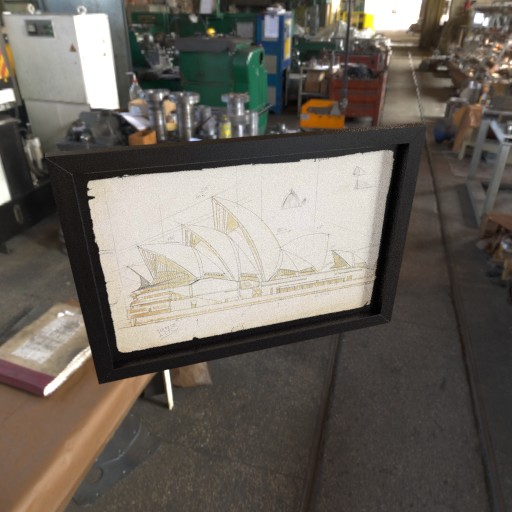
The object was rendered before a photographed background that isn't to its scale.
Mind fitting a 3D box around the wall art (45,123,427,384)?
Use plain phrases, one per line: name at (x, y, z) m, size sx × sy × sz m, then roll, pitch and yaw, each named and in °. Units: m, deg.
wall art at (0.000, 0.000, 0.858) m, size 0.657 × 0.458 × 0.027 m, roll -9°, pitch 31°, yaw -15°
